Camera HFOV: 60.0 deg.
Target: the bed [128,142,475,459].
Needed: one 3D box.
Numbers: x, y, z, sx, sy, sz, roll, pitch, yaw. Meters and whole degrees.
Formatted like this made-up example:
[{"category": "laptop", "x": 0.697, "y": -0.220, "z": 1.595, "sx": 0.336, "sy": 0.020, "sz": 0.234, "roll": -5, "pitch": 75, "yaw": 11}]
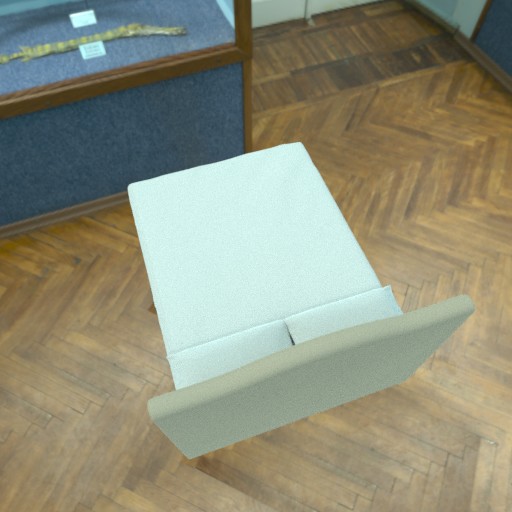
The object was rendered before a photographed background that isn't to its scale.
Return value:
[{"category": "bed", "x": 0.000, "y": 0.000, "z": 3.246, "sx": 1.753, "sy": 1.460, "sz": 2.143, "roll": -16, "pitch": 60, "yaw": -10}]
